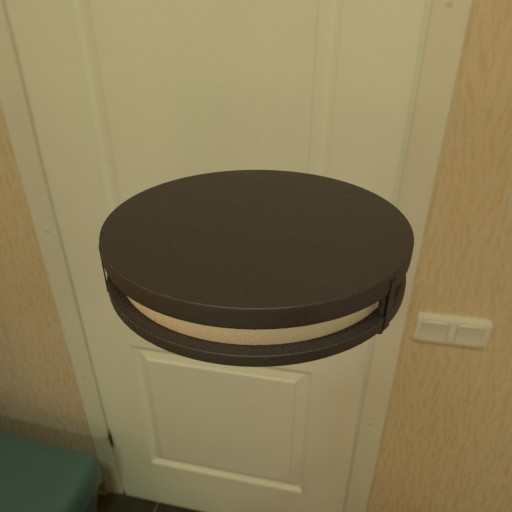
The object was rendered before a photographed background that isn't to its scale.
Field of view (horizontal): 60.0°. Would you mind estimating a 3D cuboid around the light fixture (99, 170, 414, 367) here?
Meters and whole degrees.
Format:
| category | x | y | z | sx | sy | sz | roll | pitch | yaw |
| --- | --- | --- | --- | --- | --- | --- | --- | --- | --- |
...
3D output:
| category | x | y | z | sx | sy | sz | roll | pitch | yaw |
| --- | --- | --- | --- | --- | --- | --- | --- | --- | --- |
| light fixture | 0.000 | 0.000 | 0.545 | 0.356 | 0.102 | 0.356 | 0 | 30 | 0 |
